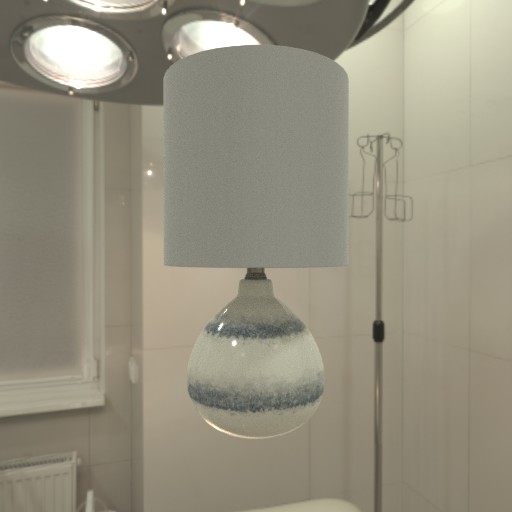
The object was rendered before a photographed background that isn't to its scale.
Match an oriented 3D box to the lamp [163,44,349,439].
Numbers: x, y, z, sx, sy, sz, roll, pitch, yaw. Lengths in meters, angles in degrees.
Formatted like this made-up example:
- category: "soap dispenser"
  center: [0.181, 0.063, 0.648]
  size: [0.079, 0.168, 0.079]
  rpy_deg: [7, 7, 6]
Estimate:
- category: "lamp"
  center: [0.000, 0.000, 0.531]
  size: [0.216, 0.404, 0.216]
  rpy_deg: [0, 1, -18]
